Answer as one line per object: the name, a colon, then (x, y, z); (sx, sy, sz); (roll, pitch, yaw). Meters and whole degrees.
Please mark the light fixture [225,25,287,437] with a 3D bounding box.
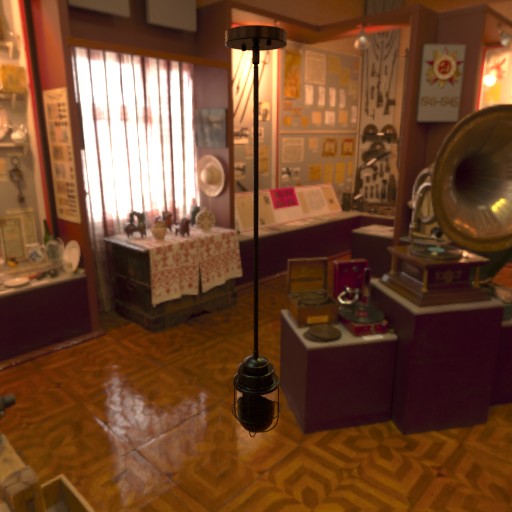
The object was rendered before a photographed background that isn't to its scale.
light fixture: (0.000, 0.000, 1.001); (0.123, 0.920, 0.123); (-14, 20, -43)
